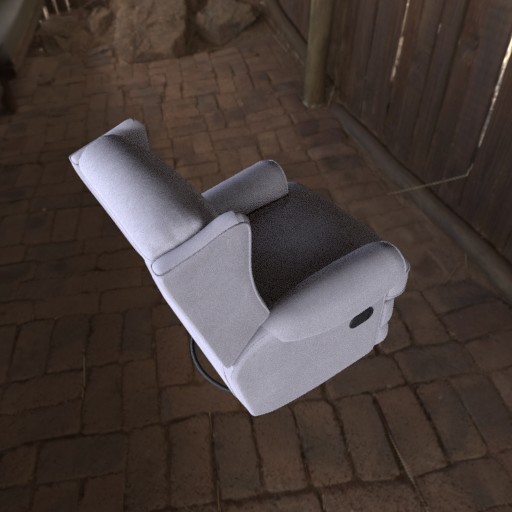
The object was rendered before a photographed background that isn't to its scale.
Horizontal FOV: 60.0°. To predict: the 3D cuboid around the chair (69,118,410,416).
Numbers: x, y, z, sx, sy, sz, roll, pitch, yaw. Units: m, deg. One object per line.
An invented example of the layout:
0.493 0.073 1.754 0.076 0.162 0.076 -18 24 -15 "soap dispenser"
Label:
0.000 0.000 1.657 0.969 1.011 0.847 -24 47 -25 "chair"
